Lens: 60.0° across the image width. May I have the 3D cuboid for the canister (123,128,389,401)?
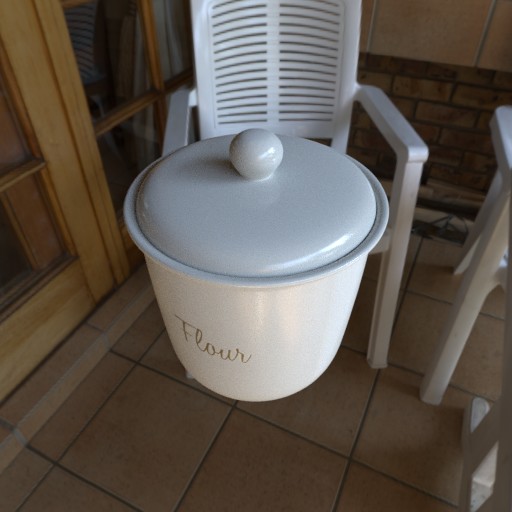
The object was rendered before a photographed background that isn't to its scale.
[{"bbox_3d":[0.000,0.000,0.349,0.182,0.208,0.182,0,41,0],"label":"canister"}]
